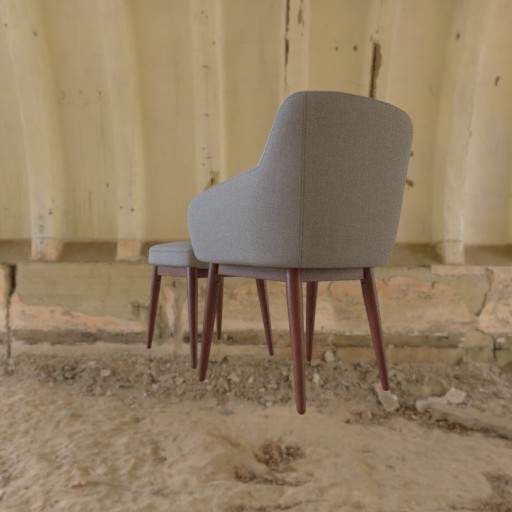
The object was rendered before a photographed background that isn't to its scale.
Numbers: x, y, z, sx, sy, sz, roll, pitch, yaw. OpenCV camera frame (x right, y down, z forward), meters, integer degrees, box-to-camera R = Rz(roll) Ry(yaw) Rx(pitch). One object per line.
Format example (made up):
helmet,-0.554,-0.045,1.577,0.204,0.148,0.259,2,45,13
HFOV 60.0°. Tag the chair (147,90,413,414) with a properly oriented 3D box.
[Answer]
chair,0.000,0.000,1.564,0.584,0.799,1.107,0,0,-36
